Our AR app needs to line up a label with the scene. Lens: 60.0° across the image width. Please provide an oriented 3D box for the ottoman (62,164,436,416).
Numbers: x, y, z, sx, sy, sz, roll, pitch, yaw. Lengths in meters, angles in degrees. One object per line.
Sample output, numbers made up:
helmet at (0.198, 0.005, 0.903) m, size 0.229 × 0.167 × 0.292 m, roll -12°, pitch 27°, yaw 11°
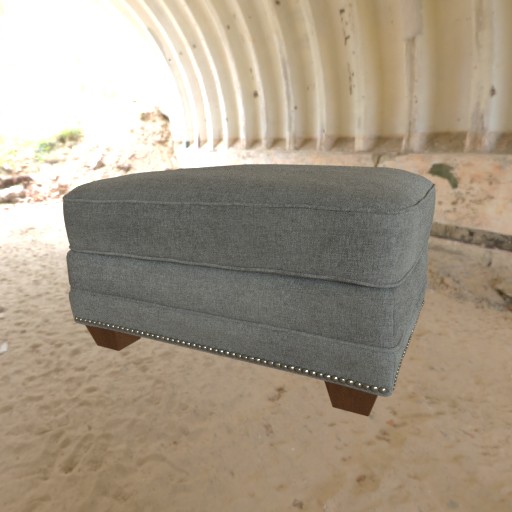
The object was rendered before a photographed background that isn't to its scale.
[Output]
ottoman at (0.000, 0.000, 1.144) m, size 0.813 × 0.457 × 0.561 m, roll 7°, pitch 16°, yaw 25°
